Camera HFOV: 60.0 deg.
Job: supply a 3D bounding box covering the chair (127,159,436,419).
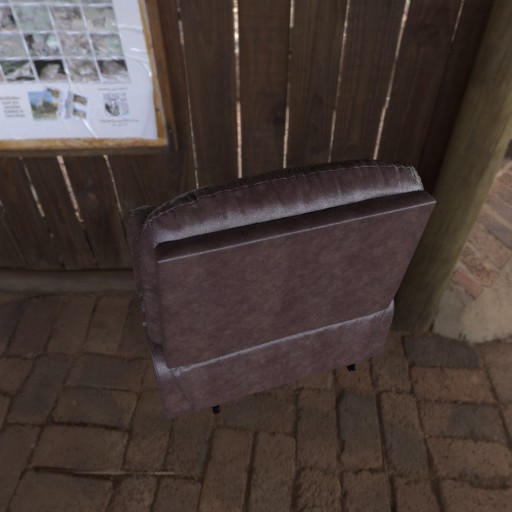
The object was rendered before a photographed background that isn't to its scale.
[{"bbox_3d":[0.000,0.000,1.734,0.940,1.041,0.879,-13,42,-14],"label":"chair"}]
